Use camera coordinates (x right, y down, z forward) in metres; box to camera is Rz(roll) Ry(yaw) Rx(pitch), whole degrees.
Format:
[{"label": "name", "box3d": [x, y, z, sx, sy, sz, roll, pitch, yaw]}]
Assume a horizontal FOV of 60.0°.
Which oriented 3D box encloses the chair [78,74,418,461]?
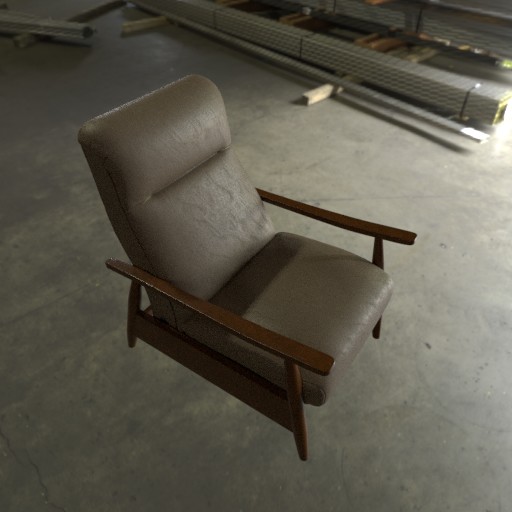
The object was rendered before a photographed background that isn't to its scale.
[{"label": "chair", "box3d": [0.000, 0.000, 1.754, 1.014, 1.082, 0.762, 24, 47, 25]}]
